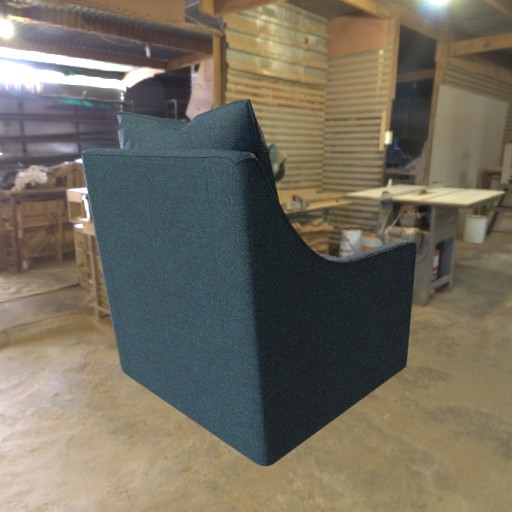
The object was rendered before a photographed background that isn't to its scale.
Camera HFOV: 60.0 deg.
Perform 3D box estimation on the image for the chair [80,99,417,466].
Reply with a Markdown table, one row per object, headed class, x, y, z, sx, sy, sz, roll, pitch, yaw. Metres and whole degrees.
| class | x | y | z | sx | sy | sz | roll | pitch | yaw |
| --- | --- | --- | --- | --- | --- | --- | --- | --- | --- |
| chair | 0.000 | 0.000 | 1.524 | 0.750 | 0.939 | 0.870 | 13 | 19 | 43 |
